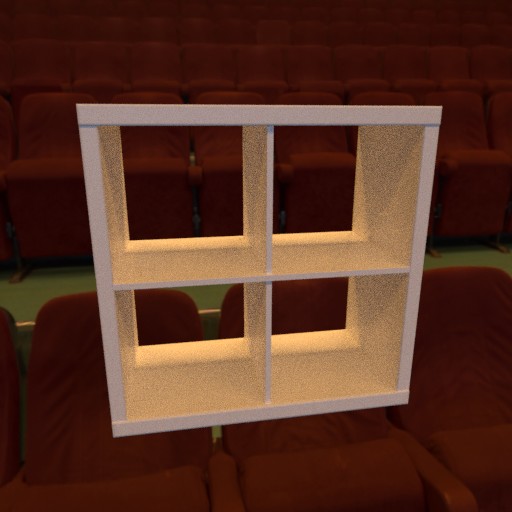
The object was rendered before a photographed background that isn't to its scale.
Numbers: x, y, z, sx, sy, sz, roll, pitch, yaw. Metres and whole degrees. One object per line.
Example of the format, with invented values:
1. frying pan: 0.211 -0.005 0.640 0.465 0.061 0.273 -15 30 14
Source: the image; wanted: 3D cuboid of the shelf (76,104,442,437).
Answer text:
1. shelf: 0.000 0.000 1.238 0.790 0.786 0.390 -3 17 -10
